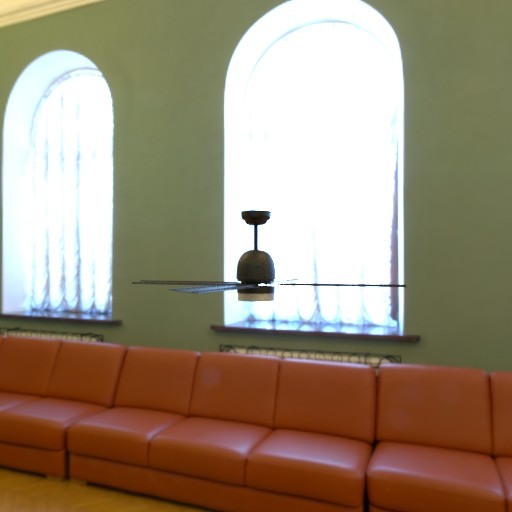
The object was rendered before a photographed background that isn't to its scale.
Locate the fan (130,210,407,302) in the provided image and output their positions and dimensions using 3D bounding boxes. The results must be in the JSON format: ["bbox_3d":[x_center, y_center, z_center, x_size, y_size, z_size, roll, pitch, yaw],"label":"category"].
[{"bbox_3d":[0.000,0.000,2.052,1.319,0.410,1.319,0,-1,19],"label":"fan"}]
